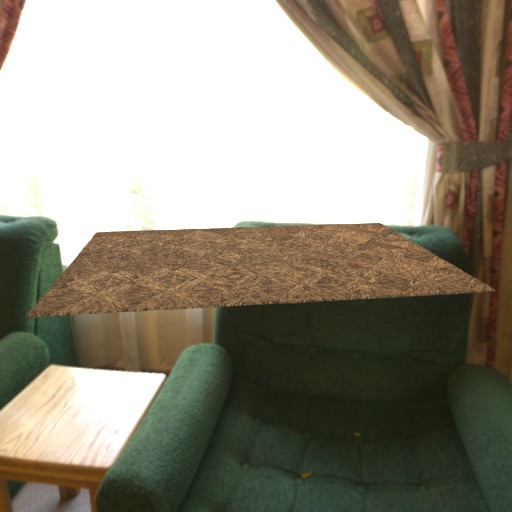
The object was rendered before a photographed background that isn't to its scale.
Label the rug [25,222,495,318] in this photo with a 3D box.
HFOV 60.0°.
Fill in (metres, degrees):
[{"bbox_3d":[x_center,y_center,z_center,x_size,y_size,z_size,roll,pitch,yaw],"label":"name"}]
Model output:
[{"bbox_3d":[0.000,0.000,2.240,1.808,0.011,1.189,-2,18,-7],"label":"rug"}]
